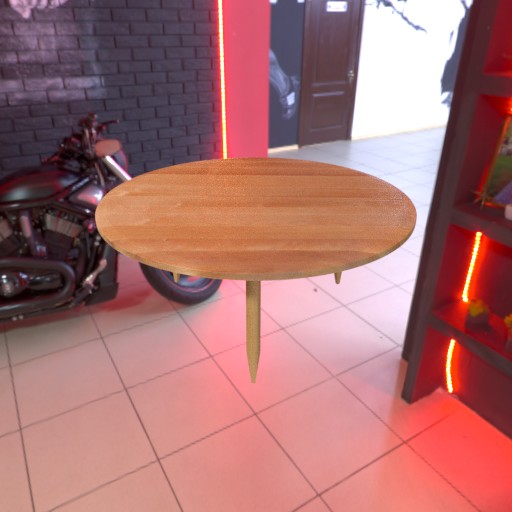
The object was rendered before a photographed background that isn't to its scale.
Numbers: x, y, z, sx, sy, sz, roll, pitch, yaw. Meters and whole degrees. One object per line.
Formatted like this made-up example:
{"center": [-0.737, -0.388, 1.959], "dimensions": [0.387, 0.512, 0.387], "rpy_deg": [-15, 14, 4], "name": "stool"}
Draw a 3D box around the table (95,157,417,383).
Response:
{"center": [0.000, 0.000, 1.392], "dimensions": [0.900, 0.400, 0.900], "rpy_deg": [0, 27, 0], "name": "table"}
